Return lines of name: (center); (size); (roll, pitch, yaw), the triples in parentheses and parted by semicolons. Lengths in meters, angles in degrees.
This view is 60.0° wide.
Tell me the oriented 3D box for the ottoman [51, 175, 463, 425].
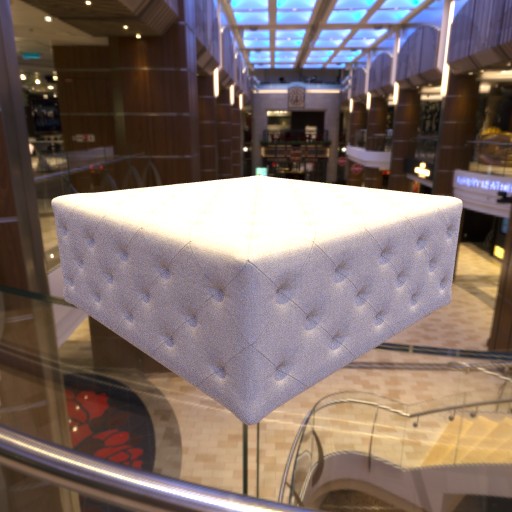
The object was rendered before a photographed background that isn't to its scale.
ottoman: (0.000, 0.000, 1.593); (1.028, 0.439, 1.028); (-15, 22, -42)
